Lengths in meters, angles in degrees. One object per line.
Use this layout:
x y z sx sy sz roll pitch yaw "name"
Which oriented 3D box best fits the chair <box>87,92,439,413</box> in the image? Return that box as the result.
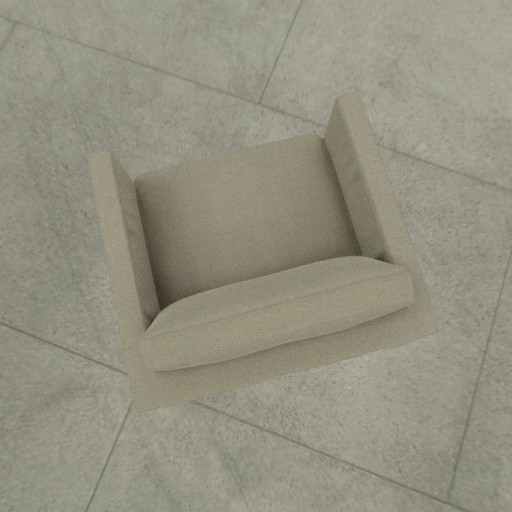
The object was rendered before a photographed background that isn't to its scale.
0.000 0.000 1.774 1.057 0.863 0.949 -14 77 -3 "chair"
